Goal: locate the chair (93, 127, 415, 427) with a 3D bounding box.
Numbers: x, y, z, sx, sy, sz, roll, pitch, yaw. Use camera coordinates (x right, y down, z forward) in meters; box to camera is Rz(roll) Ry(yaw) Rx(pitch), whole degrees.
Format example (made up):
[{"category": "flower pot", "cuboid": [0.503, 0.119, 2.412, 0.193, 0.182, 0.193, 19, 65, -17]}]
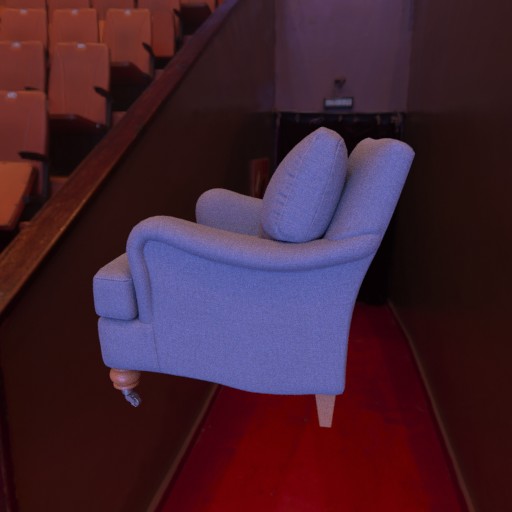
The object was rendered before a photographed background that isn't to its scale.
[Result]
[{"category": "chair", "cuboid": [0.000, 0.000, 1.885, 1.070, 1.038, 0.955, 2, 15, 8]}]
